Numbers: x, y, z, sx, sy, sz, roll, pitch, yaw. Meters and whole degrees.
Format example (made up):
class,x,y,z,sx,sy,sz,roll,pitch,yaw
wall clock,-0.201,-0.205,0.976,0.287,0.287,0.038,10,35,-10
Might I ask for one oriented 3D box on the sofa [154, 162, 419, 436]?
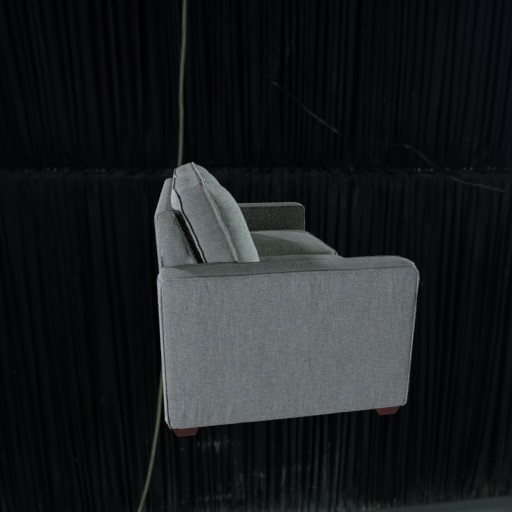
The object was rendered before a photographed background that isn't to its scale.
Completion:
class,x,y,z,sx,sy,sz,roll,pitch,yaw
sofa,0.000,0.000,2.338,0.945,0.915,1.706,-2,15,-9
